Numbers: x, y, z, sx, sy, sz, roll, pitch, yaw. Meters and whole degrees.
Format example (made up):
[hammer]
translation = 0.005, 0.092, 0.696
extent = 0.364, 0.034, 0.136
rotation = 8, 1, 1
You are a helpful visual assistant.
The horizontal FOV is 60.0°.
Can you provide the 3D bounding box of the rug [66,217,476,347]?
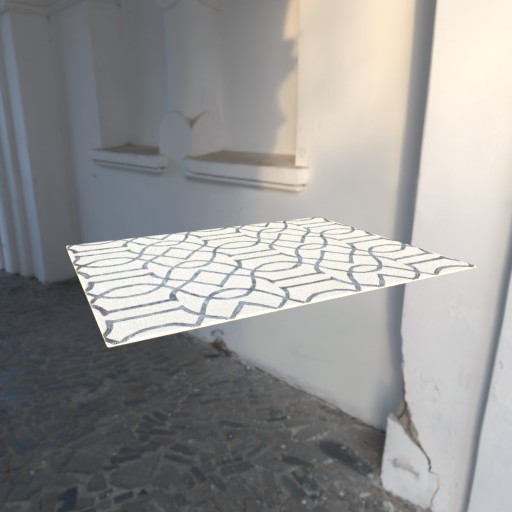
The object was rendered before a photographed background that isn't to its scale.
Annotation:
[rug]
translation = 0.000, 0.000, 3.902
extent = 2.910, 0.021, 2.211
rotation = -9, 19, -26
